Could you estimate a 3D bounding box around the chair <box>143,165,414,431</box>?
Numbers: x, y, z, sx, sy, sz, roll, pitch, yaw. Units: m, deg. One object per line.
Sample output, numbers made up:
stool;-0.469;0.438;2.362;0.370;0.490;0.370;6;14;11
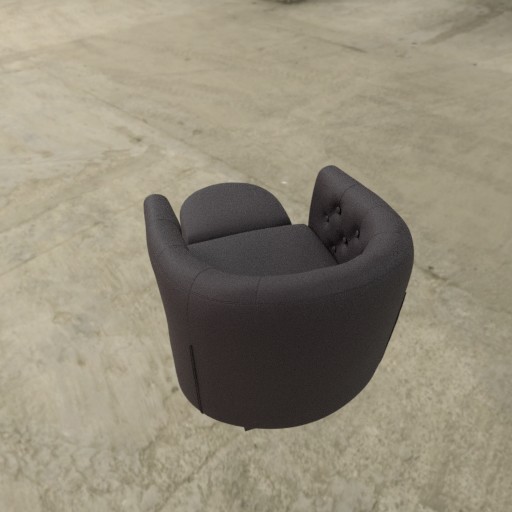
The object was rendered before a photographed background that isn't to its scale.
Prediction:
chair;0.000;0.000;1.664;0.763;0.760;1.191;-12;42;-13
